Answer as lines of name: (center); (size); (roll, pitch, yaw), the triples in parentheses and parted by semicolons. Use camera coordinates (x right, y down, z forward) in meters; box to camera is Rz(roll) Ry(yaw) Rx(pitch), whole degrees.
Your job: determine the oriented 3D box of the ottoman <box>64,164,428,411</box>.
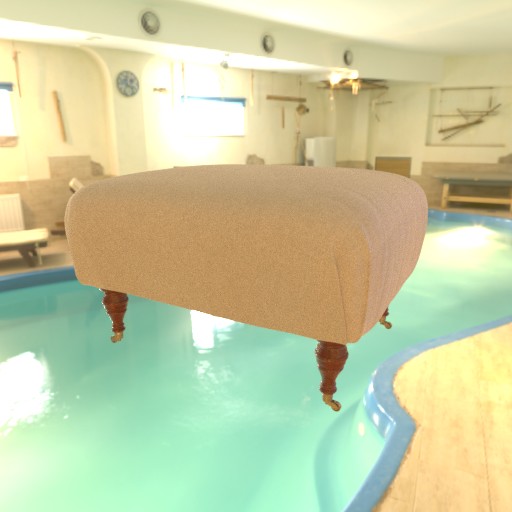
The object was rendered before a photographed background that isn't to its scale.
ottoman: (0.000, 0.000, 1.126); (0.746, 0.450, 0.622); (9, 18, 28)
